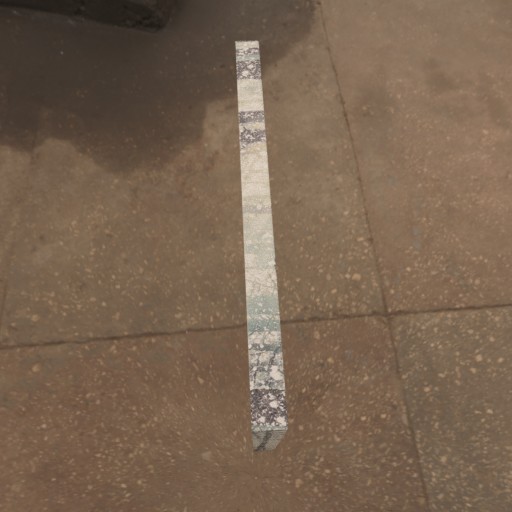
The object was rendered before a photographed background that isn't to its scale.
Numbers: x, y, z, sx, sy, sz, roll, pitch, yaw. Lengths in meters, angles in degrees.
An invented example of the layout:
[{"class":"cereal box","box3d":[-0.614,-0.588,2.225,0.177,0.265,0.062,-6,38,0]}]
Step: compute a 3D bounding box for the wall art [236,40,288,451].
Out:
[{"class":"wall art","box3d":[0.000,0.000,0.789,0.042,0.398,0.618,-2,63,-1]}]
